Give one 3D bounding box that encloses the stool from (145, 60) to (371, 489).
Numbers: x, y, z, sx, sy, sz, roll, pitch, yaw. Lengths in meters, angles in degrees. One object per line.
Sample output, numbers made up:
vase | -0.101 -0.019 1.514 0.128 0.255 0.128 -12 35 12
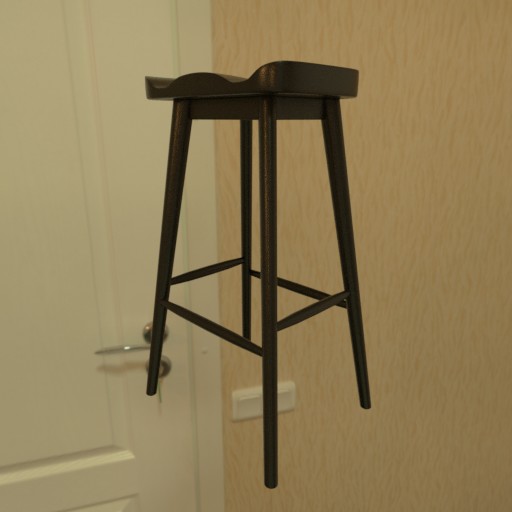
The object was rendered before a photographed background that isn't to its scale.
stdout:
stool | 0.000 0.000 0.984 0.440 0.749 0.361 17 24 42
